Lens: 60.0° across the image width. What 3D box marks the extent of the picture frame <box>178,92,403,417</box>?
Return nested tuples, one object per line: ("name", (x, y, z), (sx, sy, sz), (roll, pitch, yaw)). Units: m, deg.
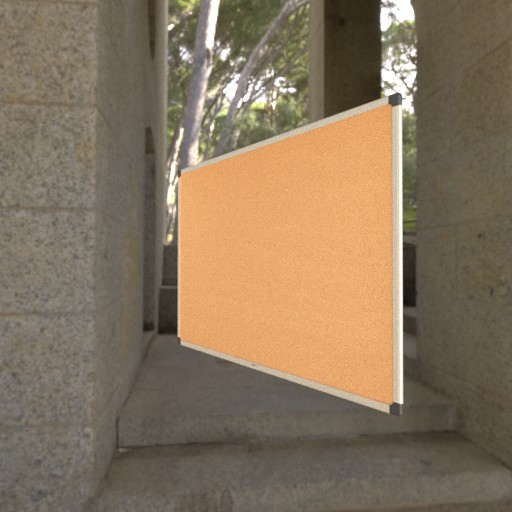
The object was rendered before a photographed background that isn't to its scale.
("picture frame", (0.000, 0.000, 1.175), (0.010, 0.600, 0.900), (0, -1, -37))
